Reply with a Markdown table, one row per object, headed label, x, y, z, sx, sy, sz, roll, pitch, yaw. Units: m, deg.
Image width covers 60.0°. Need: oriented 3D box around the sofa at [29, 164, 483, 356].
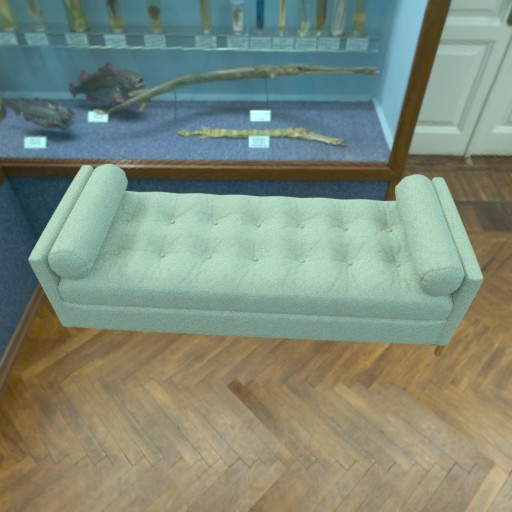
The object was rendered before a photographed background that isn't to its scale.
| label | x | y | z | sx | sy | sz | roll | pitch | yaw |
| --- | --- | --- | --- | --- | --- | --- | --- | --- | --- |
| sofa | 0.000 | 0.000 | 2.476 | 2.102 | 0.705 | 0.796 | 2 | 46 | 2 |
